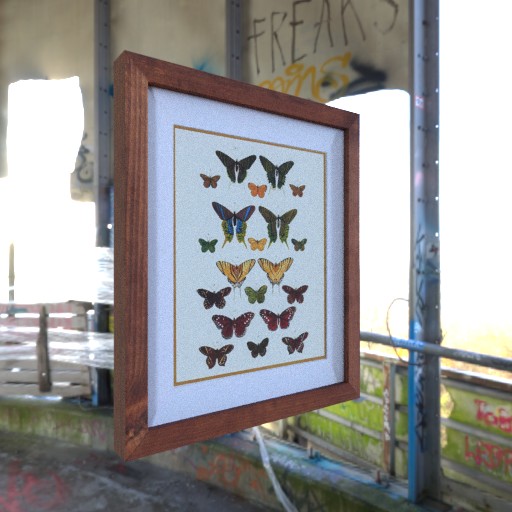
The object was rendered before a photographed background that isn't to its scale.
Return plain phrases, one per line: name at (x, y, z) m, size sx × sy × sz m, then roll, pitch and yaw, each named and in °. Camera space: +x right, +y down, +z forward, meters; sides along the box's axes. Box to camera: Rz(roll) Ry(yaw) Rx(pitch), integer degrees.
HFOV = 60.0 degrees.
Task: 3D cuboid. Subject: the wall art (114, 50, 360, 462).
wall art at (0.000, 0.000, 0.608) m, size 0.377 × 0.449 × 0.039 m, roll 0°, pitch 0°, yaw -35°
